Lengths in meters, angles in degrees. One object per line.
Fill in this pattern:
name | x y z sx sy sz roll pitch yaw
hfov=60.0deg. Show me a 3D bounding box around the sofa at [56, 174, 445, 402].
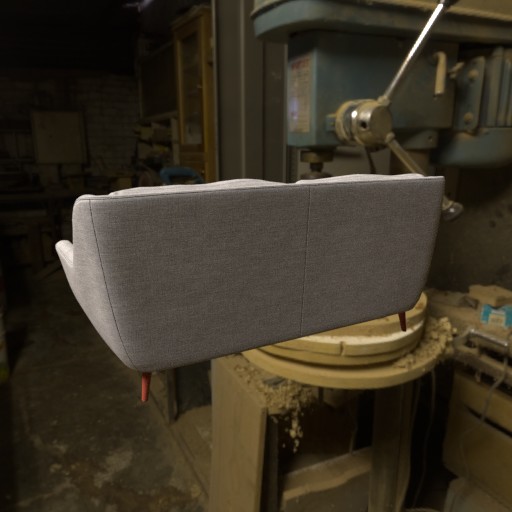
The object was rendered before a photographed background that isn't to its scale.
sofa | 0.000 0.000 2.412 1.930 0.897 0.976 -8 17 -27
